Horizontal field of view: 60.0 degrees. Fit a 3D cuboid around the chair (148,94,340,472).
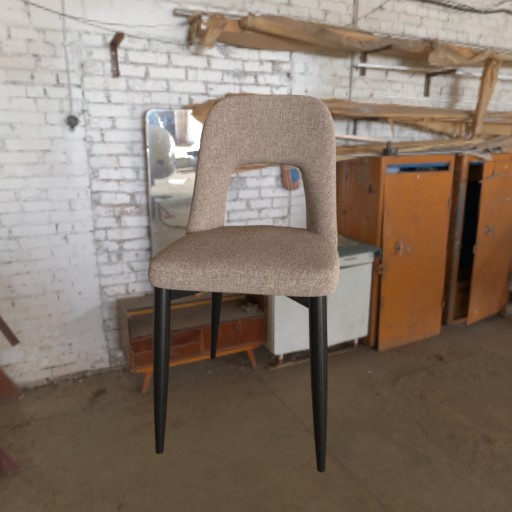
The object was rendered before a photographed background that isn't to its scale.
[{"bbox_3d":[0.000,0.000,1.284,0.470,0.931,0.612,2,15,9],"label":"chair"}]
